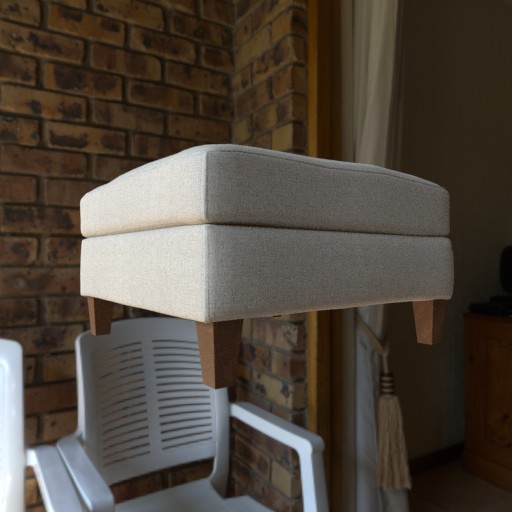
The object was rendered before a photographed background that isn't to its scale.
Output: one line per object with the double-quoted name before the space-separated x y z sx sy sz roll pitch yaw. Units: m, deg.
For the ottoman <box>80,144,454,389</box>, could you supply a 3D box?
"ottoman" 0.000 0.000 1.356 0.838 0.503 0.838 0 0 -37
